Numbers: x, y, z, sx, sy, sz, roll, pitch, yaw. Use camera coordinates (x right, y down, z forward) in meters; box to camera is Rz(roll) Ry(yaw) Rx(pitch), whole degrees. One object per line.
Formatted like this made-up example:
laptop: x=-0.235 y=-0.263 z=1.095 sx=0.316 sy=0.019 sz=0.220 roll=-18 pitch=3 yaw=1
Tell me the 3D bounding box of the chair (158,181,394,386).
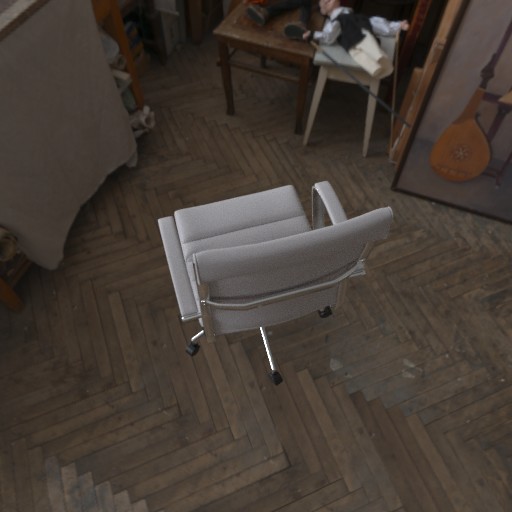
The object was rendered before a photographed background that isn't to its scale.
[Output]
chair: x=0.000 y=0.000 z=1.548 sx=0.679 sy=1.149 sz=0.667 roll=-14 pitch=60 yaw=-8
